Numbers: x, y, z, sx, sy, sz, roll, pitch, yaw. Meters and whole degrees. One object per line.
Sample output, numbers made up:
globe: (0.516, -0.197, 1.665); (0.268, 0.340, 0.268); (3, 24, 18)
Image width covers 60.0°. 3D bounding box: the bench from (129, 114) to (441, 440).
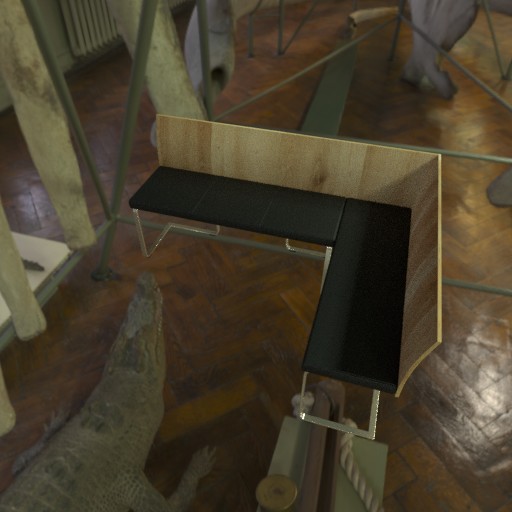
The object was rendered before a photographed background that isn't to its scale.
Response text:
bench: (0.000, 0.000, 2.749); (1.945, 0.930, 1.495); (12, 44, 13)
